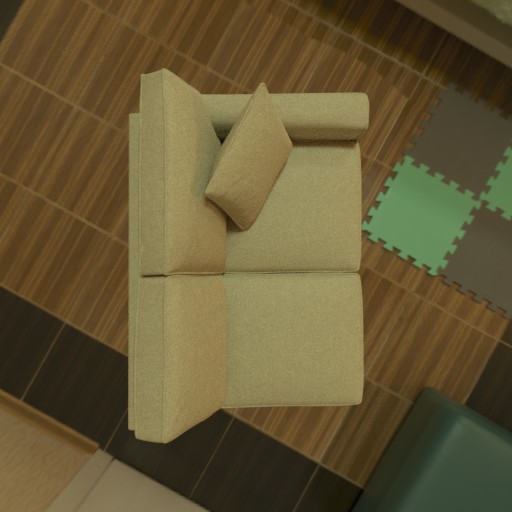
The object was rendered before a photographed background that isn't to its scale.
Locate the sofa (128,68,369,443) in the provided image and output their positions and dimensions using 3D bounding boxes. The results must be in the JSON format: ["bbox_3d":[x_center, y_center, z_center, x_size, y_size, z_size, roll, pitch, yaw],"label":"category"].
[{"bbox_3d":[0.000,0.000,2.026,0.991,0.989,1.388,0,90,0],"label":"sofa"}]
